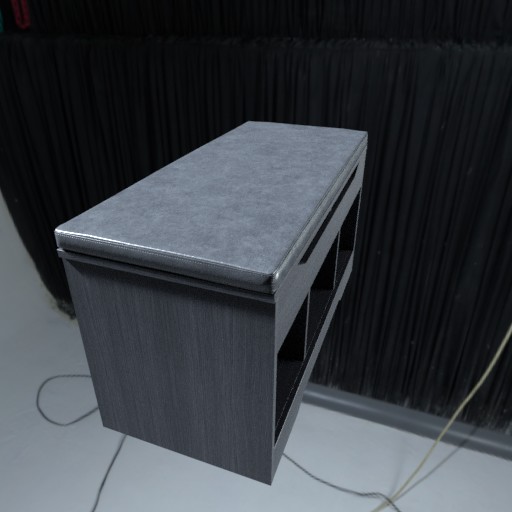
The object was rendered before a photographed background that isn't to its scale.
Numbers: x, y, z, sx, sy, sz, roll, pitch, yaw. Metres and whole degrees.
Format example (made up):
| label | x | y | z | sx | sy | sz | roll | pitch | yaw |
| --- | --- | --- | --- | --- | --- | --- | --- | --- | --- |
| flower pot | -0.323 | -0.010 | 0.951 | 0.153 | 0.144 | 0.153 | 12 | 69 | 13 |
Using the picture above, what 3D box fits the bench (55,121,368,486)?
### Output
| label | x | y | z | sx | sy | sz | roll | pitch | yaw |
| --- | --- | --- | --- | --- | --- | --- | --- | --- | --- |
| bench | 0.000 | 0.000 | 1.179 | 0.401 | 0.501 | 0.905 | 10 | 31 | 18 |
